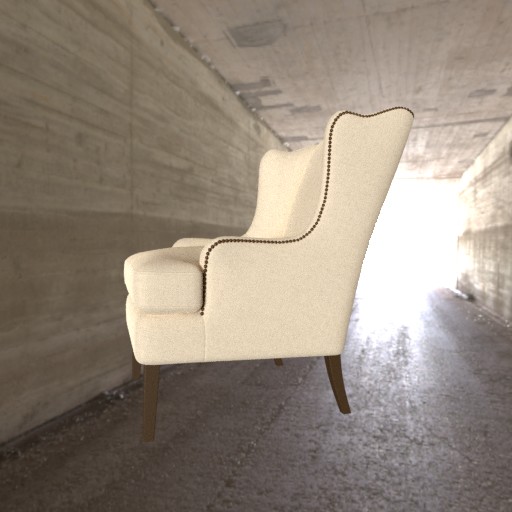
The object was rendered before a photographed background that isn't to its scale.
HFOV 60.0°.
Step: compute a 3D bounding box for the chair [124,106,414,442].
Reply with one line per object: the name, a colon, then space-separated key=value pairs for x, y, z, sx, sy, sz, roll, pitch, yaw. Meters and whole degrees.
chair: x=0.000 y=0.000 z=1.674 sx=0.940 sy=1.029 sz=0.737 roll=-1 pitch=2 yaw=-18
